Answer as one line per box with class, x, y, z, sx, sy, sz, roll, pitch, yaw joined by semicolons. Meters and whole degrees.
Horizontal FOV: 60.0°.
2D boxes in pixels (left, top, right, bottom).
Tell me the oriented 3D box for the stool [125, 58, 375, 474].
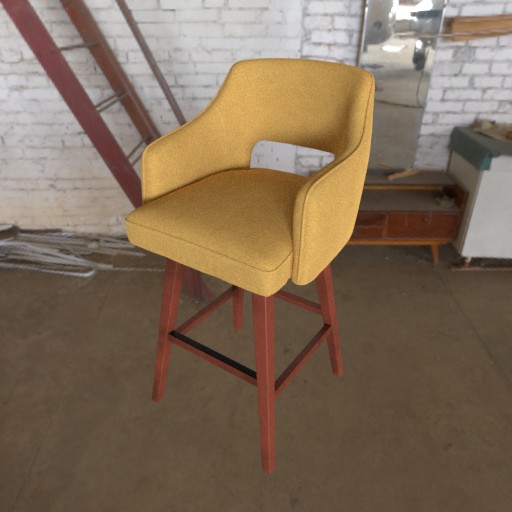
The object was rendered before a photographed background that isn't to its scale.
stool;0.000;0.000;1.301;0.548;1.012;0.558;19;36;29
